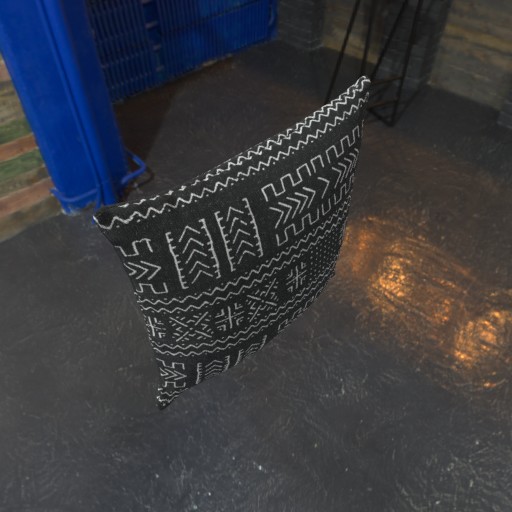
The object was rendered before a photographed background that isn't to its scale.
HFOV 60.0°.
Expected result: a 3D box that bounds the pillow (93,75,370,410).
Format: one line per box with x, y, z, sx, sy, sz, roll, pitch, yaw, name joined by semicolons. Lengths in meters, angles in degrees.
0.000;0.000;0.677;0.438;0.430;0.164;-34;55;-28;pillow
